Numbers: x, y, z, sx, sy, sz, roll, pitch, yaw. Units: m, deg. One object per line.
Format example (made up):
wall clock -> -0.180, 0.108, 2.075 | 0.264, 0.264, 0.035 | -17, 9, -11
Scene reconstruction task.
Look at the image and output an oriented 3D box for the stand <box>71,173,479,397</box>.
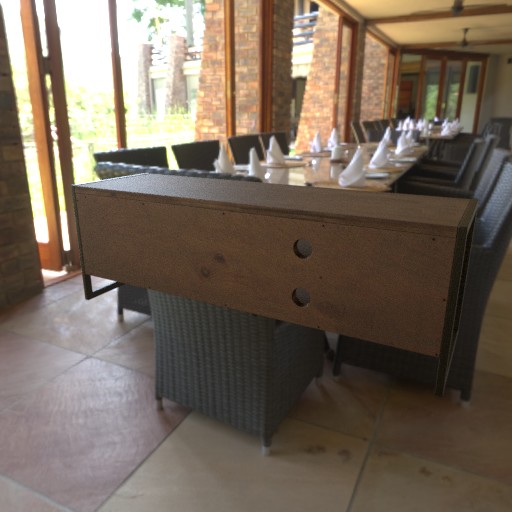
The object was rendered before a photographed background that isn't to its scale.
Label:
stand -> 0.000, 0.000, 1.735 | 1.480, 0.506, 0.454 | 9, 20, 27
